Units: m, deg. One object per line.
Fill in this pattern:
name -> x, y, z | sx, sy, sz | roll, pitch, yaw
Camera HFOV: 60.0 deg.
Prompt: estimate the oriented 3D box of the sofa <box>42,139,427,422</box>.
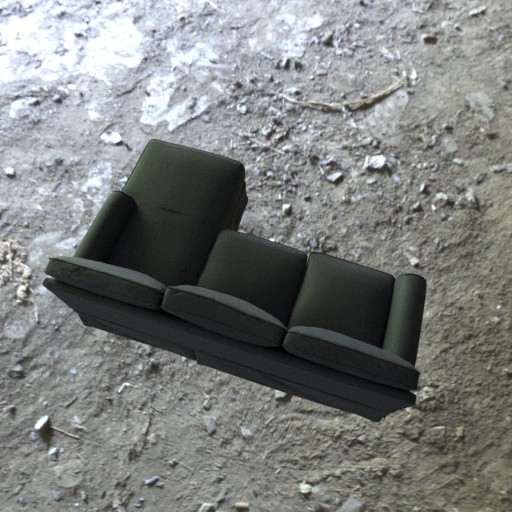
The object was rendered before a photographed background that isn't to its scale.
sofa -> 0.000, 0.000, 3.383 | 2.518, 1.039, 1.637 | 16, 65, 8
